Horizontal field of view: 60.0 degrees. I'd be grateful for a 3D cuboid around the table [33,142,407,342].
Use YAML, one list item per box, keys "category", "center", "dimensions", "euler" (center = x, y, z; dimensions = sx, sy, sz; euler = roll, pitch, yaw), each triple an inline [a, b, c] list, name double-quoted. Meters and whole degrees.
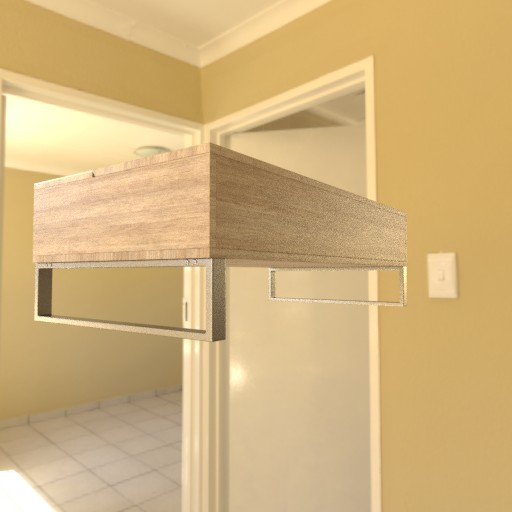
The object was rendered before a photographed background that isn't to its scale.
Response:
- category: "table"
  center: [0.000, 0.000, 1.392]
  dimensions: [0.600, 0.350, 1.100]
  euler: [-2, -3, 36]
